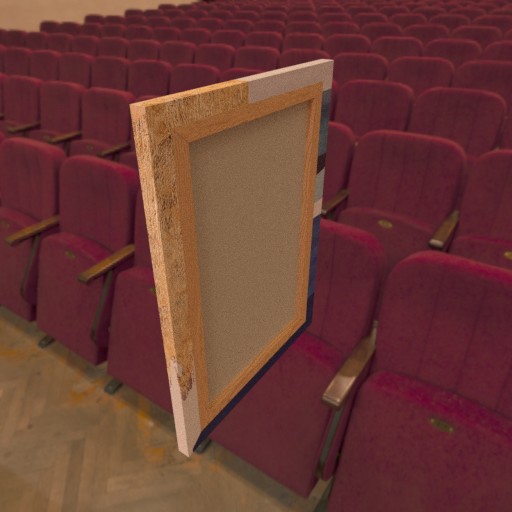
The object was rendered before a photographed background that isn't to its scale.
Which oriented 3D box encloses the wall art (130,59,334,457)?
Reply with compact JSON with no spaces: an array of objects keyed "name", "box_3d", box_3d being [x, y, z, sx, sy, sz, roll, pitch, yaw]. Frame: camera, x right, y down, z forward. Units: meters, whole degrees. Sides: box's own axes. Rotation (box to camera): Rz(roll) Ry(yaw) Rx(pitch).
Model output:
[{"name":"wall art","box_3d":[0.000,0.000,0.808,0.026,0.613,0.458,20,36,29]}]
